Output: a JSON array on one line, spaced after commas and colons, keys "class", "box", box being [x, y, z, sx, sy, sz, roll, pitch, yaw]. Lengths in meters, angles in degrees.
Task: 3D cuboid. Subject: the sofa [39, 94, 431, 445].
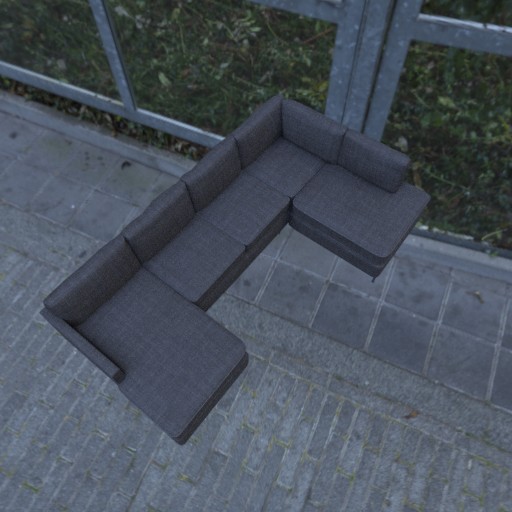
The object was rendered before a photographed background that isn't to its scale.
[{"class": "sofa", "box": [0.000, 0.000, 4.297, 2.048, 0.999, 3.423, 33, 64, 19]}]
